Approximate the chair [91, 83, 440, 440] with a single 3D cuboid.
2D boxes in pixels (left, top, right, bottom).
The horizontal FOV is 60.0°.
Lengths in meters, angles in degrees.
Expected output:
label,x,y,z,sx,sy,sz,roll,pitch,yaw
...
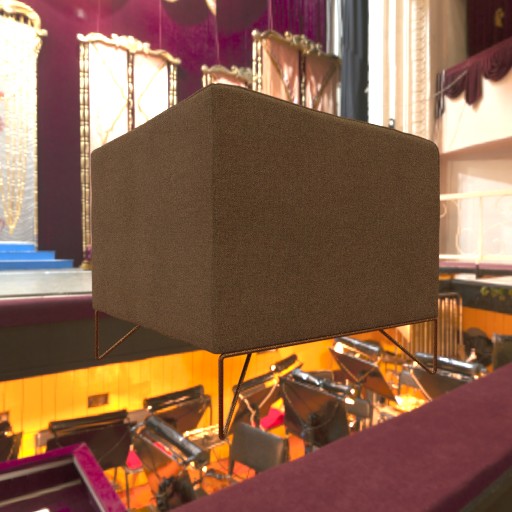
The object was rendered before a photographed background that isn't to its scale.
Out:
label,x,y,z,sx,sy,sz,roll,pitch,yaw
chair,0.000,0.000,1.589,0.912,0.799,0.920,-1,2,-37
